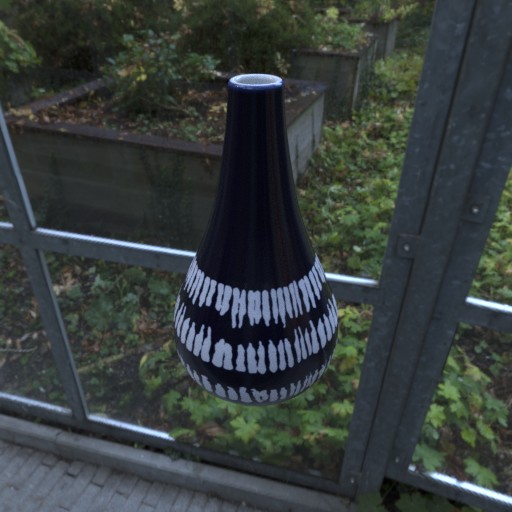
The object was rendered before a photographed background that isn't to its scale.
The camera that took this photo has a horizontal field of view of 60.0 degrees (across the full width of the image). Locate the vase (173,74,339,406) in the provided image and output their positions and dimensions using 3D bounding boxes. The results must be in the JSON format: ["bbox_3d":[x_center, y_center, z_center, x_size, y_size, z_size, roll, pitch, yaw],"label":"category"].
[{"bbox_3d":[0.000,0.000,0.390,0.159,0.295,0.159,0,33,0],"label":"vase"}]
